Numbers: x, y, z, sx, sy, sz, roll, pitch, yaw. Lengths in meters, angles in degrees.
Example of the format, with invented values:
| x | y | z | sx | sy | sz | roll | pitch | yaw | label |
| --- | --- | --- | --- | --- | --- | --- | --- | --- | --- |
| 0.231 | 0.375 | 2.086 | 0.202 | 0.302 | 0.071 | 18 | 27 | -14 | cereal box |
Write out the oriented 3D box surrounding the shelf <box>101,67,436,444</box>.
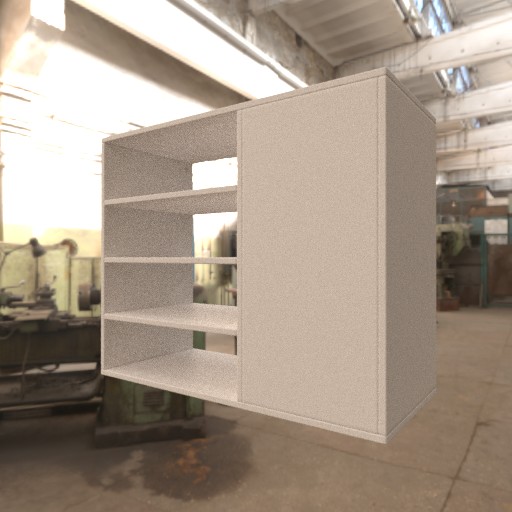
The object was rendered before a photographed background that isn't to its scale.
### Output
| x | y | z | sx | sy | sz | roll | pitch | yaw | label |
| --- | --- | --- | --- | --- | --- | --- | --- | --- | --- |
| 0.000 | 0.000 | 1.275 | 0.895 | 0.732 | 0.396 | 0 | 0 | 35 | shelf |
